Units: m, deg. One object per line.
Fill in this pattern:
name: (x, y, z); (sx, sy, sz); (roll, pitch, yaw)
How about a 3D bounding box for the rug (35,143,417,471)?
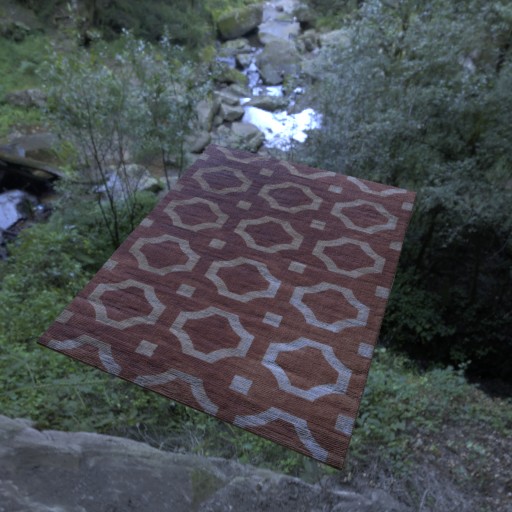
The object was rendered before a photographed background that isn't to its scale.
rug: (0.000, 0.000, 4.098); (2.466, 0.021, 3.049); (17, 49, 15)
